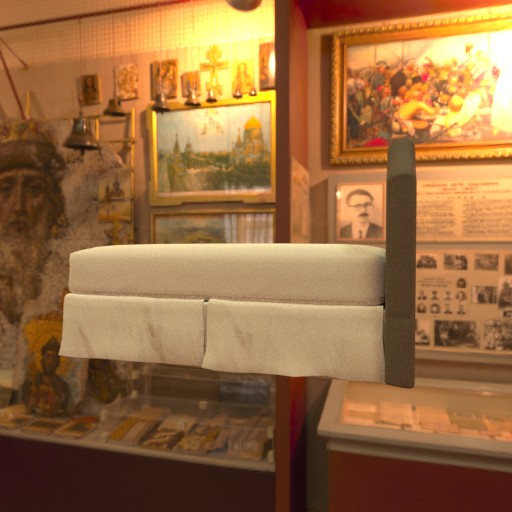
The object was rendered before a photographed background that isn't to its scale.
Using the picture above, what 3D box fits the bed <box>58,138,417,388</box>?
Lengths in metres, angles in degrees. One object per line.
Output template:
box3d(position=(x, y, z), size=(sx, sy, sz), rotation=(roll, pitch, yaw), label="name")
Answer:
box3d(position=(0.000, 0.000, 3.308), size=(2.181, 1.297, 1.831), rotation=(1, 2, 18), label="bed")
